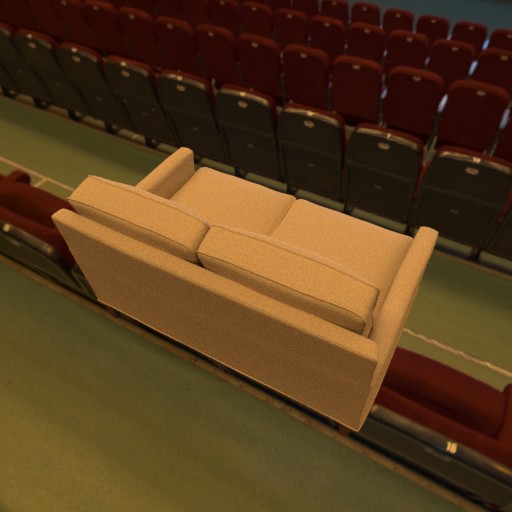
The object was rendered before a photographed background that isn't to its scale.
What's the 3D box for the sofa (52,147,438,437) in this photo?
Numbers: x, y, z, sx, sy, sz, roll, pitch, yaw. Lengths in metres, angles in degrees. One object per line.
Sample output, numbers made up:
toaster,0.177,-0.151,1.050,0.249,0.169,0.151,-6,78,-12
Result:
sofa,0.000,0.000,2.284,1.597,1.003,1.084,22,50,20
